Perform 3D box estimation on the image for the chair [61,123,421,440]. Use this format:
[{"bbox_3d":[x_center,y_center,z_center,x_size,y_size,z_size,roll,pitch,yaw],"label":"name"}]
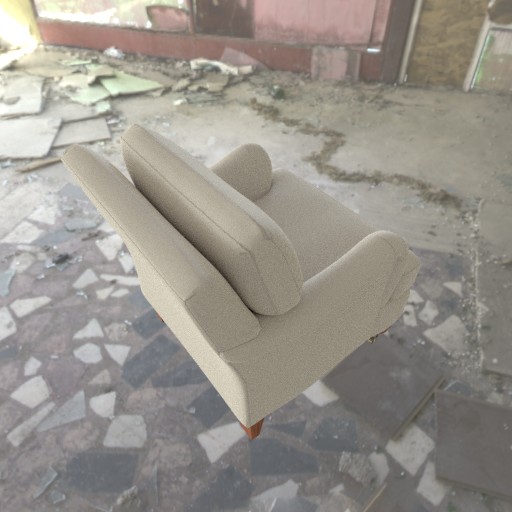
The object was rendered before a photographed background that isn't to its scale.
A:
[{"bbox_3d":[0.000,0.000,1.829,1.070,1.038,0.955,-27,49,-26],"label":"chair"}]
